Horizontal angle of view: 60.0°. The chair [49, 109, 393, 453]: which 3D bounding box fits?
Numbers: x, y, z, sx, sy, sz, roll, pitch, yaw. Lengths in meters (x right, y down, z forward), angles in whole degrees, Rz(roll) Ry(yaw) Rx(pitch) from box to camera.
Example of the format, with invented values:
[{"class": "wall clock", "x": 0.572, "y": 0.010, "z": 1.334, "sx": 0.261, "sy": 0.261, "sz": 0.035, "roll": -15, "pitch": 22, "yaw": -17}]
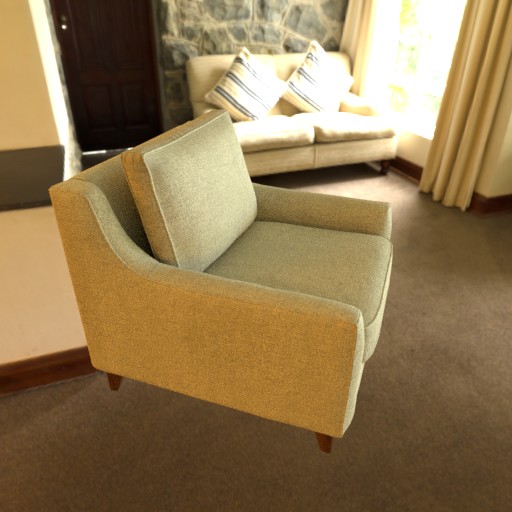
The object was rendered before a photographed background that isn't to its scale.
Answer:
[{"class": "chair", "x": 0.000, "y": 0.000, "z": 1.566, "sx": 0.918, "sy": 0.864, "sz": 0.838, "roll": 11, "pitch": 32, "yaw": 17}]
